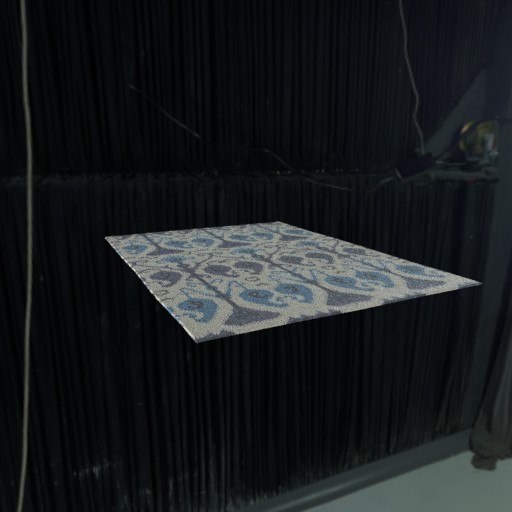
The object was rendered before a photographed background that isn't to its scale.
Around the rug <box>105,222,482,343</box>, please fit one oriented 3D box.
[{"bbox_3d":[0.000,0.000,3.072,1.676,0.013,2.261,-7,16,-26],"label":"rug"}]
